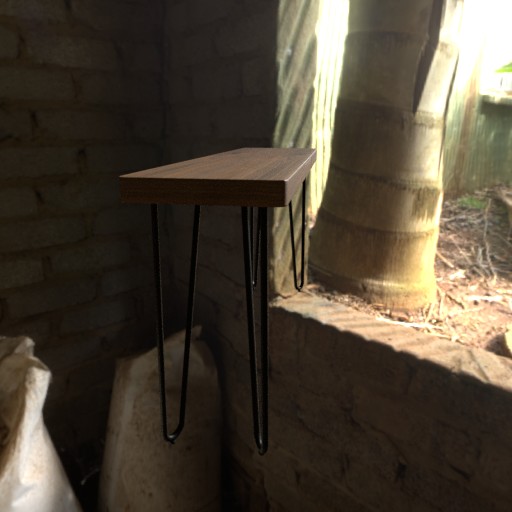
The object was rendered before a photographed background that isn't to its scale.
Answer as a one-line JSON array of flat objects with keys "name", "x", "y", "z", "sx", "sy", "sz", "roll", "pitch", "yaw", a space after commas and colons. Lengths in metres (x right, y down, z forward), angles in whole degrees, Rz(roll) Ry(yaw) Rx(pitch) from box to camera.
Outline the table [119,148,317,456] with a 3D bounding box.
[{"name": "table", "x": 0.000, "y": 0.000, "z": 1.910, "sx": 0.425, "sy": 0.834, "sz": 1.570, "roll": 3, "pitch": 17, "yaw": 10}]
